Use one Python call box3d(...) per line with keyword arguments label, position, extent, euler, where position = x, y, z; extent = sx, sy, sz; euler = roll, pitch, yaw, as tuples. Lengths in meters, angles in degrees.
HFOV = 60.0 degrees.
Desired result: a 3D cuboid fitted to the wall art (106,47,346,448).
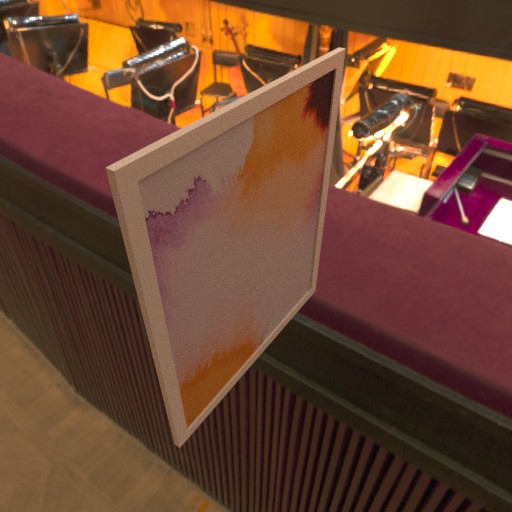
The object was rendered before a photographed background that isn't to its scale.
box3d(label="wall art", position=(0.000, 0.000, 0.755), extent=(0.012, 0.557, 0.482), euler=(25, 47, 26))
